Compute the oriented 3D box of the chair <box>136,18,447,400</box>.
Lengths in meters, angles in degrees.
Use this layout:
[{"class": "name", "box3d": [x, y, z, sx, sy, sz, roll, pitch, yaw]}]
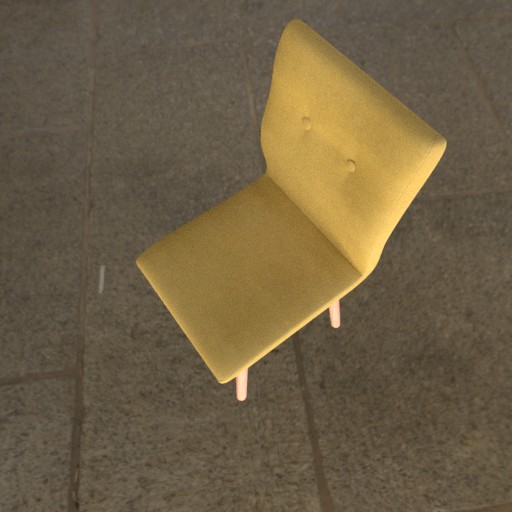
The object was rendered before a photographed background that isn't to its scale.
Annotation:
[{"class": "chair", "box3d": [0.000, 0.000, 1.232, 0.550, 0.965, 0.450, -34, 68, -16]}]
